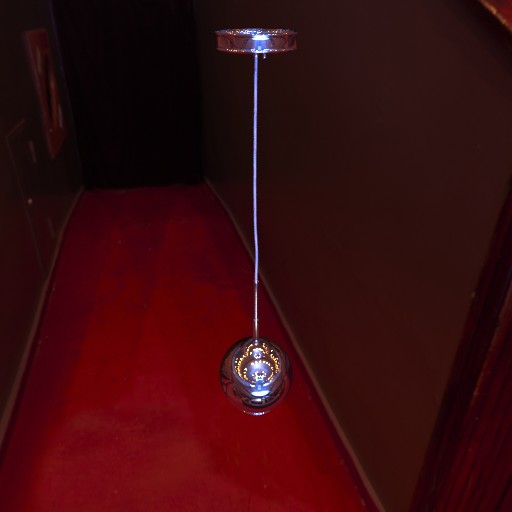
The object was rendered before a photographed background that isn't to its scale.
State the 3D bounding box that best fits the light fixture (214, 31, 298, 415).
[{"bbox_3d":[0.000,0.000,1.700,0.336,1.538,0.336,-8,31,-14],"label":"light fixture"}]
